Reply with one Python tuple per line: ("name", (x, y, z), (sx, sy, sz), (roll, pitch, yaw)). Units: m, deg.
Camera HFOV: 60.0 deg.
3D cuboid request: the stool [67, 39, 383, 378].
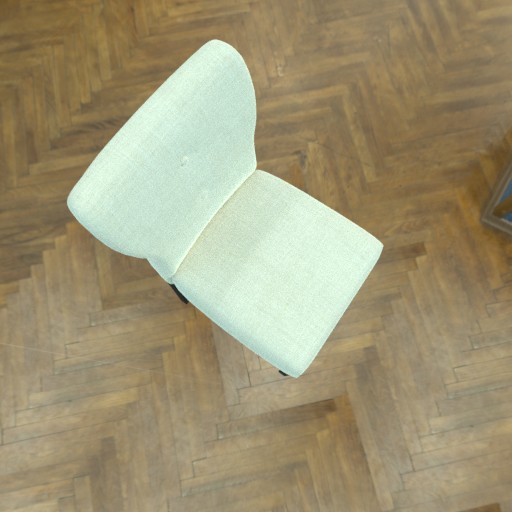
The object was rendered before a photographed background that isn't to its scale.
("stool", (0.000, 0.000, 1.323), (0.603, 0.972, 0.514), (34, 76, 10))
